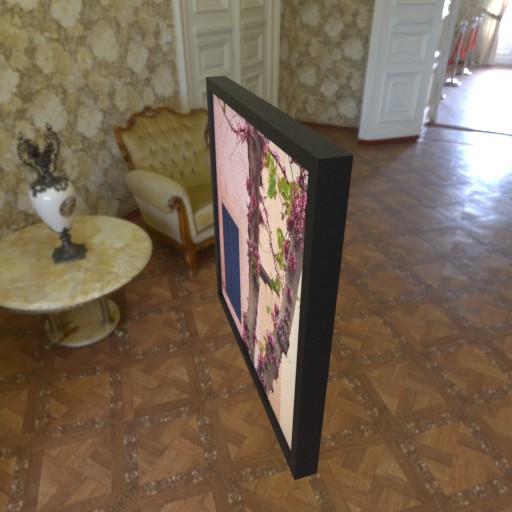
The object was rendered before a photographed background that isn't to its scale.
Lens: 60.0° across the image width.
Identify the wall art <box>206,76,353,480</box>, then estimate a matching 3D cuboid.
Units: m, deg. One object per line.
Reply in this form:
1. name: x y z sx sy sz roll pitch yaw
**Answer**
1. wall art: 0.000 0.000 0.764 0.038 0.508 0.508 -9 32 -15
